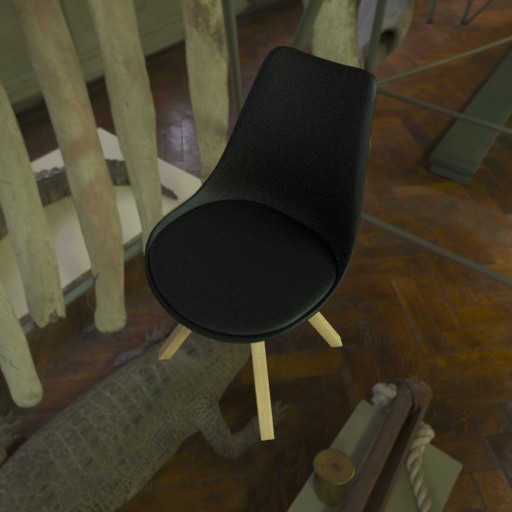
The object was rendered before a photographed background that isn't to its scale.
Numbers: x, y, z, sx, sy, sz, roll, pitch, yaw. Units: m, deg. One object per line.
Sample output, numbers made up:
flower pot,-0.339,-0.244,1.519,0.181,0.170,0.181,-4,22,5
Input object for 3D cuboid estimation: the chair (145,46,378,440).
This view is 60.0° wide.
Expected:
chair,0.000,0.000,1.151,0.485,0.850,0.549,30,54,25
